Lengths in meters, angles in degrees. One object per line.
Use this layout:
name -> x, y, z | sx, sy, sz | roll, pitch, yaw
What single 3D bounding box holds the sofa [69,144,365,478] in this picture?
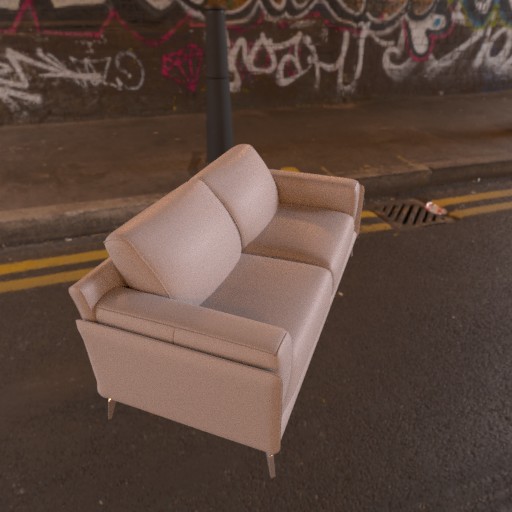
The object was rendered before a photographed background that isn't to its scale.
sofa -> 0.000, 0.000, 2.644 | 1.049, 0.930, 2.101 | 10, 32, 17
